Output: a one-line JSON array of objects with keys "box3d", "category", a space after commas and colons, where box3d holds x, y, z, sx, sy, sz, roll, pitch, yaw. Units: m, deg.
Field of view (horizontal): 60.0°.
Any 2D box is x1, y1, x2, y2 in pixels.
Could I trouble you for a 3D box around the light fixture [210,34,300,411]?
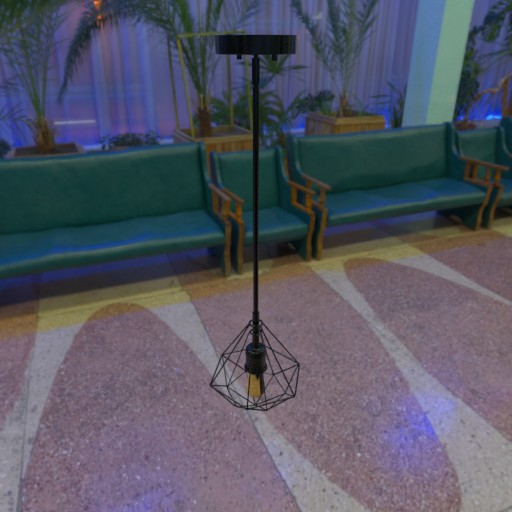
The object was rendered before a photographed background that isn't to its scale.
[{"box3d": [0.000, 0.000, 1.979, 0.487, 1.764, 0.431, -9, 27, -18], "category": "light fixture"}]
